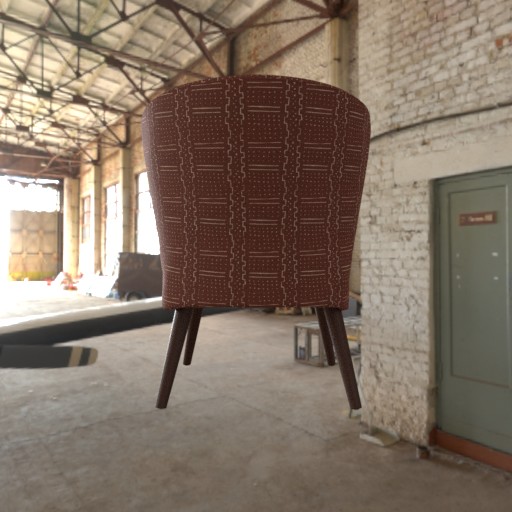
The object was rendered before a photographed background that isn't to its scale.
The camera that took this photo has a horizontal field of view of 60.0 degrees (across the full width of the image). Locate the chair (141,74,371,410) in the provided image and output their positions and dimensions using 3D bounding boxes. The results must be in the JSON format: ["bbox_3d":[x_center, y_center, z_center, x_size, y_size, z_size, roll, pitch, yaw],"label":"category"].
[{"bbox_3d":[0.000,0.000,1.414,0.706,0.866,0.758,0,-1,1],"label":"chair"}]
